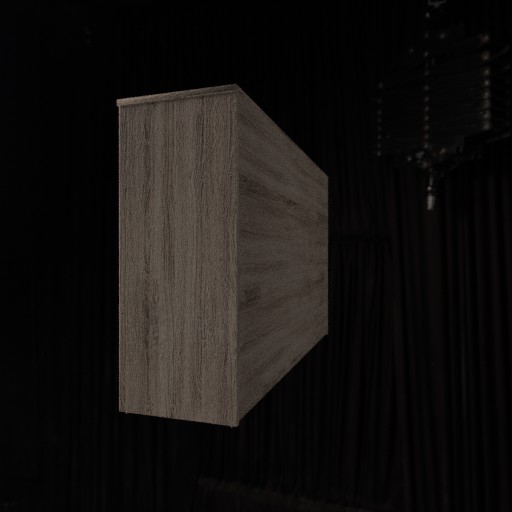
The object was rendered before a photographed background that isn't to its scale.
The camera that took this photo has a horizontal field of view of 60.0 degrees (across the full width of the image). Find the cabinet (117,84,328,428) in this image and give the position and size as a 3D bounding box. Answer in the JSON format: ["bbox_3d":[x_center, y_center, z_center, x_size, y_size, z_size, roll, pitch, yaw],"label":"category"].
[{"bbox_3d":[0.000,0.000,1.904,0.380,0.900,1.450,0,0,19],"label":"cabinet"}]
